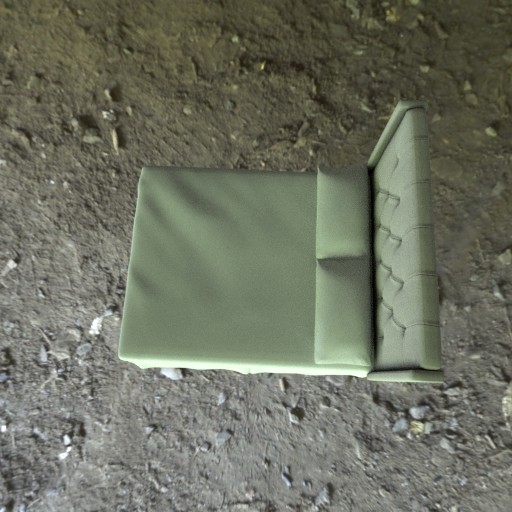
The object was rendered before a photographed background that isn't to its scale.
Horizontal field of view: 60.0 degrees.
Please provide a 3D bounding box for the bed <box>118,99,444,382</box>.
[{"bbox_3d":[0.000,0.000,3.333,2.066,1.665,1.719,3,75,1],"label":"bed"}]
